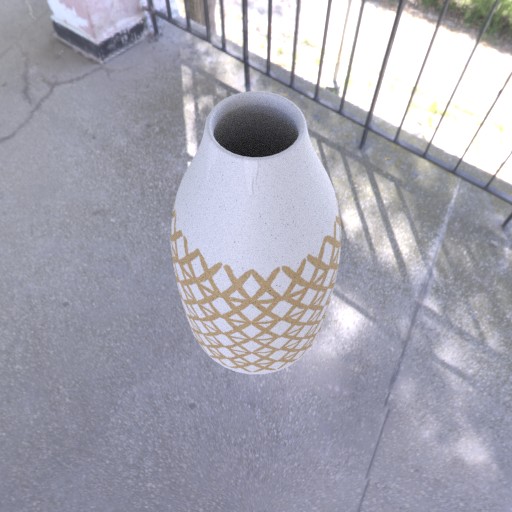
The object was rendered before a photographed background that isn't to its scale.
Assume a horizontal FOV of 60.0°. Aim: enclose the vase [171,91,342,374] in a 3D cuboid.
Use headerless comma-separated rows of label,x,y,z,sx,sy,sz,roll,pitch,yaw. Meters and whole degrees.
vase,0.000,0.000,0.492,0.186,0.380,0.186,0,59,0
